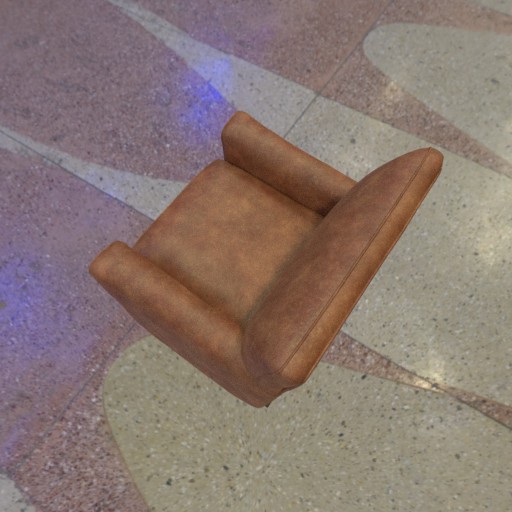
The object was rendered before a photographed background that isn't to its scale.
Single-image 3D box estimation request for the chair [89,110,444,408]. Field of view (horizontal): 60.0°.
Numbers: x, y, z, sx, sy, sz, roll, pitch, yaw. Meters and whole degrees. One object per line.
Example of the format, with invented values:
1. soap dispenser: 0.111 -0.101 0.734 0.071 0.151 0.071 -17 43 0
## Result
1. chair: 0.000 0.000 1.663 0.823 0.943 0.870 32 68 15
